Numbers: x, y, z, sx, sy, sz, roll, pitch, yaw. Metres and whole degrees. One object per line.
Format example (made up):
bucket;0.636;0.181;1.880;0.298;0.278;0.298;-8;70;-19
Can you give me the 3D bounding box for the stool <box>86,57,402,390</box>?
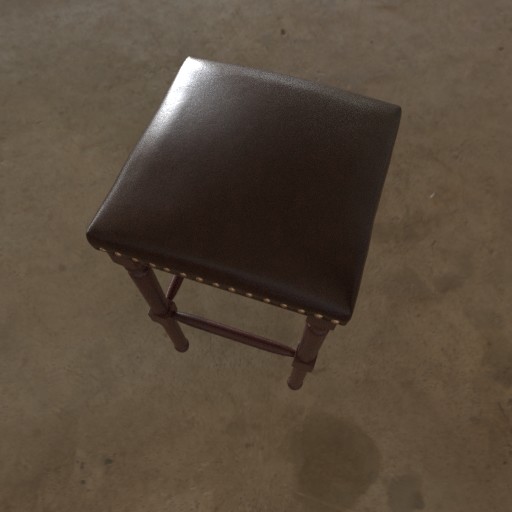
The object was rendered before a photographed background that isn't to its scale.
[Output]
stool;0.000;0.000;0.934;0.383;0.702;0.382;16;65;8
